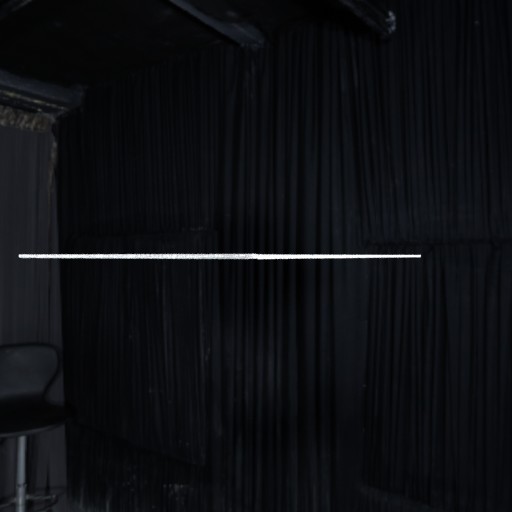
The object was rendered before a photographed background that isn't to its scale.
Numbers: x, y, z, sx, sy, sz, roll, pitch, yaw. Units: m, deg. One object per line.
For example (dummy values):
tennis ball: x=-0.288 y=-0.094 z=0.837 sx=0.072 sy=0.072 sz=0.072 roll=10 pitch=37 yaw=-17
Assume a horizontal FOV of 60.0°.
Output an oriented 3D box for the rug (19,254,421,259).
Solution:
rug: x=0.000 y=0.000 z=2.308 sx=1.224 sy=0.016 sz=1.832 roll=0 pitch=0 yaw=34
